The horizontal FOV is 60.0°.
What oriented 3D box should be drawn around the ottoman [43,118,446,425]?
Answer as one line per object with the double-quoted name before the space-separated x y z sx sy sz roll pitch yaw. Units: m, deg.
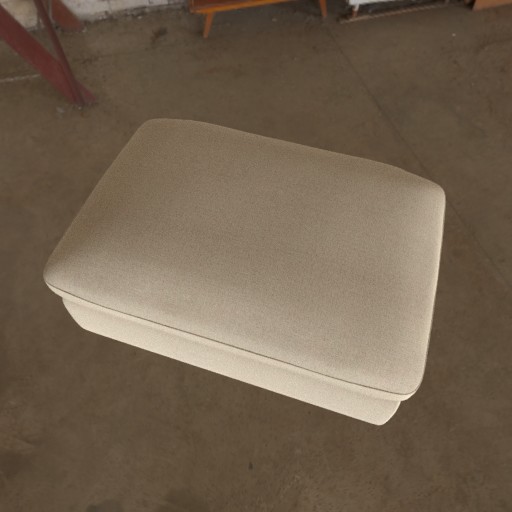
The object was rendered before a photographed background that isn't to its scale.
"ottoman" 0.000 0.000 1.339 0.984 0.453 0.686 15 59 10
